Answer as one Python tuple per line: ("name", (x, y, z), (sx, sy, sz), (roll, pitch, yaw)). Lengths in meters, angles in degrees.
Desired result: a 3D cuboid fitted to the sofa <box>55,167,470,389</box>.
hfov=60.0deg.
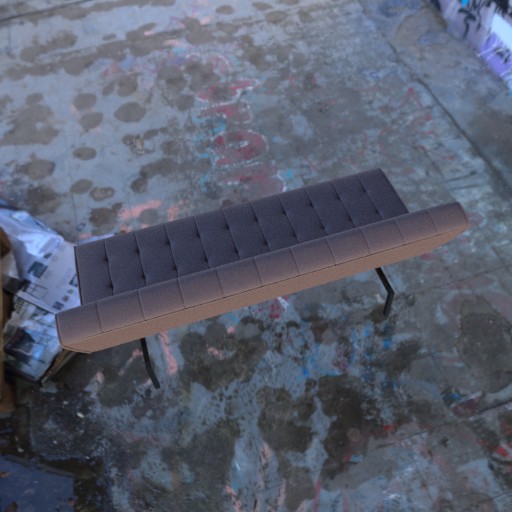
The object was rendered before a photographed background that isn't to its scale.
("sofa", (0.000, 0.000, 2.167), (1.703, 0.699, 0.747), (-16, 60, -9))
